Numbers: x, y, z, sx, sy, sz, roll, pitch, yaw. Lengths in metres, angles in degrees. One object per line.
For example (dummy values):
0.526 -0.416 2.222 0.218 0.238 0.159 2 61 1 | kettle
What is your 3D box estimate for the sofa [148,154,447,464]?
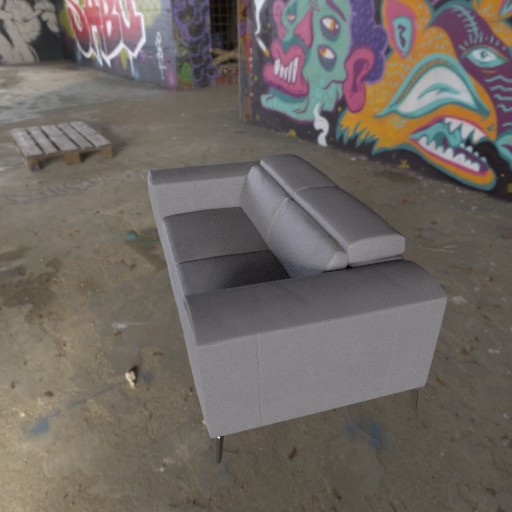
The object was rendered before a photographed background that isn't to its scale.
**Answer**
0.000 0.000 2.460 1.003 0.779 1.895 -8 30 -15 | sofa
